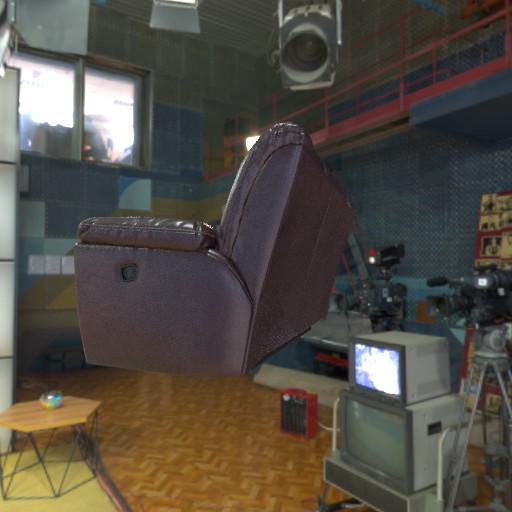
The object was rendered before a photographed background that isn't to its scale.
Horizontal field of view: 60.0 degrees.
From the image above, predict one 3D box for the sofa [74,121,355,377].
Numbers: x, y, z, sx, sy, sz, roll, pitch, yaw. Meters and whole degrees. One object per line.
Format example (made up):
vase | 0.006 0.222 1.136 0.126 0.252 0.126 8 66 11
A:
sofa | 0.000 0.000 2.613 0.991 1.043 2.058 -1 -2 18
